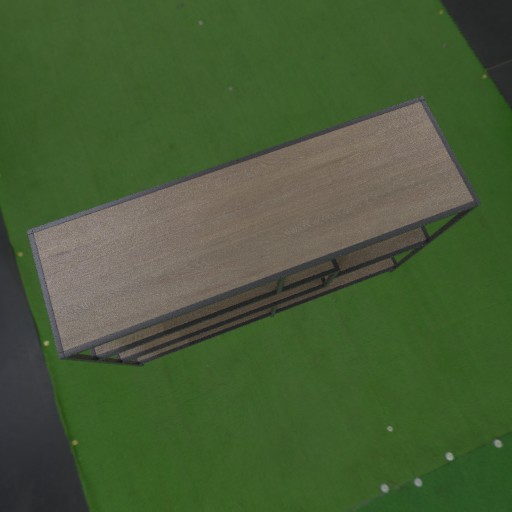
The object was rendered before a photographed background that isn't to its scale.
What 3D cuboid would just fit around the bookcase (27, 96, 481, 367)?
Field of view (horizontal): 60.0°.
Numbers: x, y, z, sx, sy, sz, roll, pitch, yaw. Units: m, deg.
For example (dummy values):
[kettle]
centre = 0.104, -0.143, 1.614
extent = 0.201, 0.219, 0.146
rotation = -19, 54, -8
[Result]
[bookcase]
centre = 0.000, 0.000, 1.534
extent = 1.140, 0.780, 0.350
rotation = -20, 76, -5
